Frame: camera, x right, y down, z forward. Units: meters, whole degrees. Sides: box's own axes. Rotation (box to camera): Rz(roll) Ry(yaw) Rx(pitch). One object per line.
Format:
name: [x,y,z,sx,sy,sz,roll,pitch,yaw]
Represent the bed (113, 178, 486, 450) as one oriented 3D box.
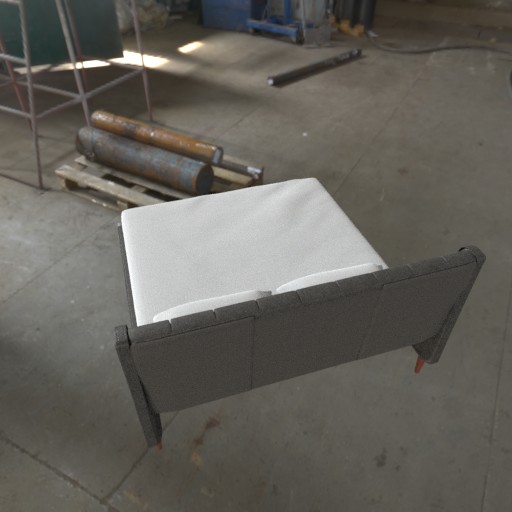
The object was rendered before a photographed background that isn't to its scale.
bed: [0.000,0.000,3.190,1.903,1.158,2.031,-12,42,-13]
